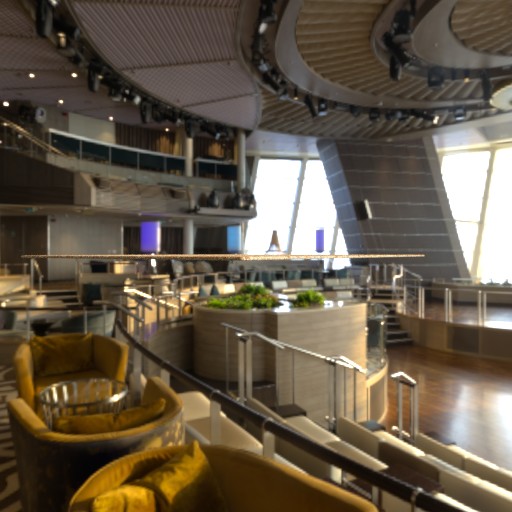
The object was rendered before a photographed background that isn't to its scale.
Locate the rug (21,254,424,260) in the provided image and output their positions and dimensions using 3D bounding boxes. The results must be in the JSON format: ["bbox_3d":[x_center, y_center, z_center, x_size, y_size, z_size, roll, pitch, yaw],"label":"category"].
[{"bbox_3d":[0.000,0.000,2.321,1.219,0.011,1.829,0,0,36],"label":"rug"}]
